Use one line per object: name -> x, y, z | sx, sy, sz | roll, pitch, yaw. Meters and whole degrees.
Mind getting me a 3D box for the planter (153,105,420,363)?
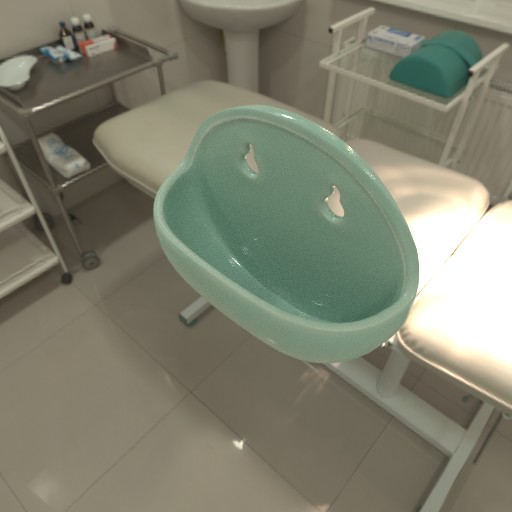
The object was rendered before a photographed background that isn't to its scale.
planter -> 0.000, 0.000, 0.279 | 0.189, 0.164, 0.073 | 33, 55, 27
